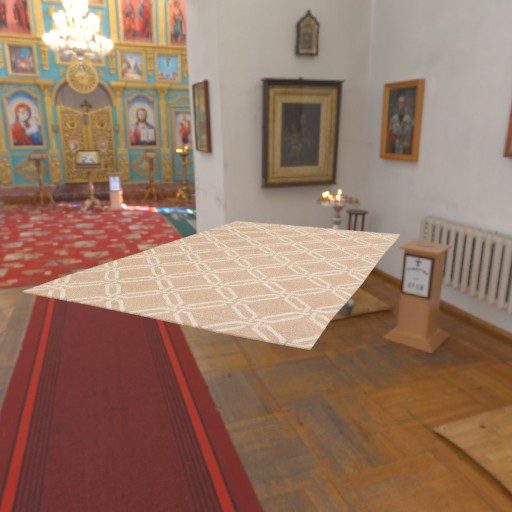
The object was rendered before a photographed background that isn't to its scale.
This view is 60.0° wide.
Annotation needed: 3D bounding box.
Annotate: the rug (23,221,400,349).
[{"bbox_3d":[0.000,0.000,2.193,1.146,0.010,1.745,7,16,24],"label":"rug"}]
